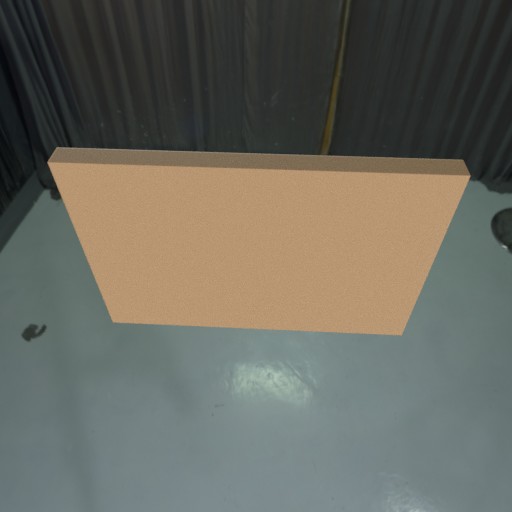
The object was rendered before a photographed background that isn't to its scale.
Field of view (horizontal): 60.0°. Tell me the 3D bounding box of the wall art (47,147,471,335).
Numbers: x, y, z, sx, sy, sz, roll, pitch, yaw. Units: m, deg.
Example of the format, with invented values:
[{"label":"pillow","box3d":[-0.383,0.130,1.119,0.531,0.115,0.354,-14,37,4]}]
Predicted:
[{"label":"wall art","box3d":[0.000,0.000,0.800,0.609,0.407,0.039,2,47,2]}]
